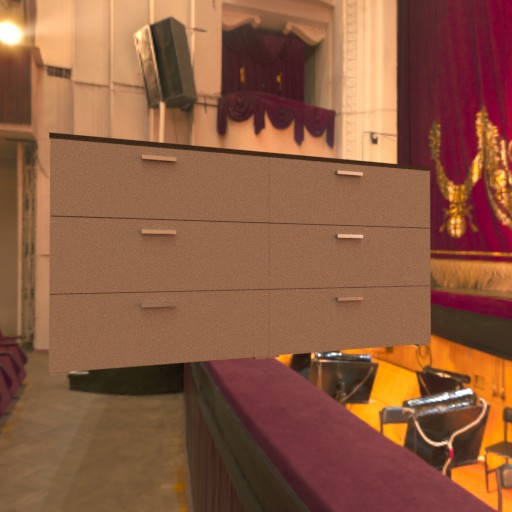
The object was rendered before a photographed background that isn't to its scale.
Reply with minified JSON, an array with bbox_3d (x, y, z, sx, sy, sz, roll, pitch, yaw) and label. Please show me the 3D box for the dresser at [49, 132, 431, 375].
[{"bbox_3d":[0.000,0.000,1.833,1.535,0.790,0.333,0,-1,-20],"label":"dresser"}]
